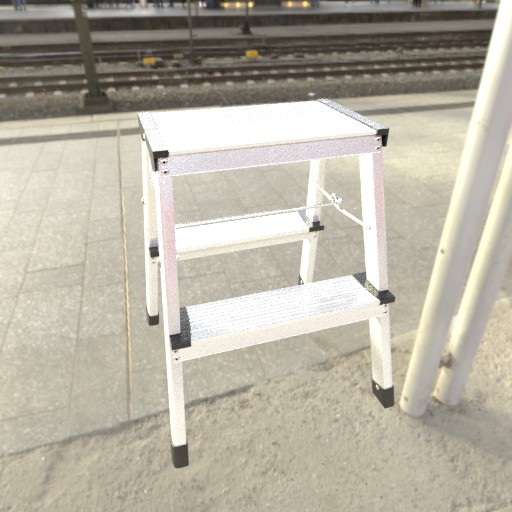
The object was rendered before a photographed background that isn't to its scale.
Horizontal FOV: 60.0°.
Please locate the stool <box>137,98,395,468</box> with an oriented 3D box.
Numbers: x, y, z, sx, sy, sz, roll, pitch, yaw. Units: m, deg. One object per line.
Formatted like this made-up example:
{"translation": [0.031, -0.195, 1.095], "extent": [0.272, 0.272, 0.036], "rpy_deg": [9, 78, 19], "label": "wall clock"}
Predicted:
{"translation": [0.000, 0.000, 0.790], "extent": [0.404, 0.480, 0.405], "rpy_deg": [-10, 33, -15], "label": "stool"}
